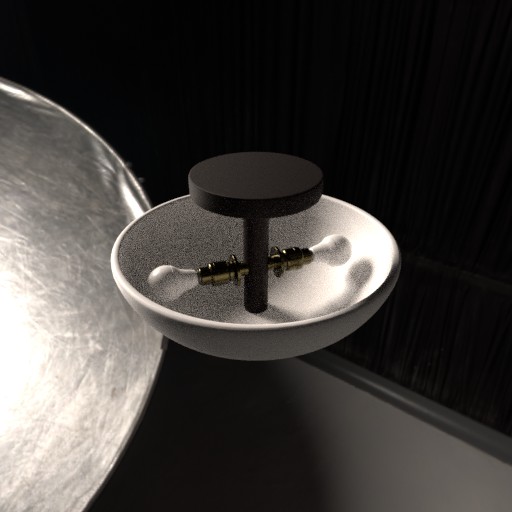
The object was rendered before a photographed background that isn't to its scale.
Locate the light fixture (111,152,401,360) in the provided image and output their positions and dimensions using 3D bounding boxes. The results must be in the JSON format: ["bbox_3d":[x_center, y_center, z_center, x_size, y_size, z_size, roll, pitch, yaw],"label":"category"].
[{"bbox_3d":[0.000,0.000,0.535,0.331,0.212,0.331,0,31,0],"label":"light fixture"}]
